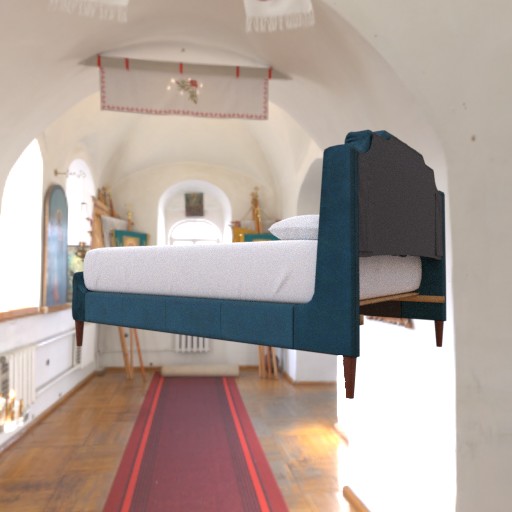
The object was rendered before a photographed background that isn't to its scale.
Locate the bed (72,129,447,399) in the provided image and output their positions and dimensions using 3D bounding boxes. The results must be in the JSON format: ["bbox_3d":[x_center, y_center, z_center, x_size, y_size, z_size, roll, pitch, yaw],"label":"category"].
[{"bbox_3d":[0.000,0.000,3.344,2.322,1.351,1.676,-1,-1,36],"label":"bed"}]
